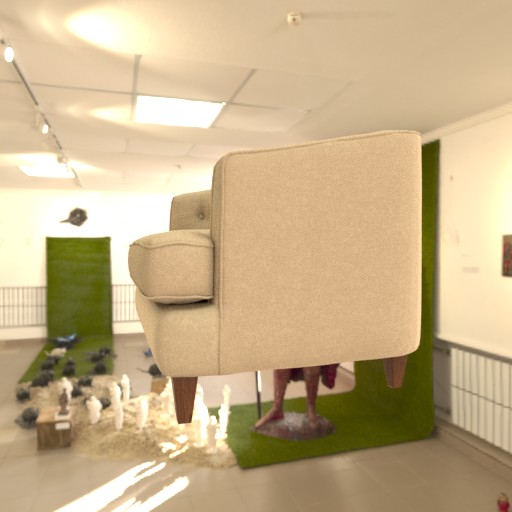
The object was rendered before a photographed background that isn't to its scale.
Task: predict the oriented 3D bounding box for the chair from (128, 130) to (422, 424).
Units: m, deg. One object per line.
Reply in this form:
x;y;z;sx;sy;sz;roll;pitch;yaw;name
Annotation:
0.000;0.000;1.722;0.941;0.852;1.104;0;1;-18;chair
